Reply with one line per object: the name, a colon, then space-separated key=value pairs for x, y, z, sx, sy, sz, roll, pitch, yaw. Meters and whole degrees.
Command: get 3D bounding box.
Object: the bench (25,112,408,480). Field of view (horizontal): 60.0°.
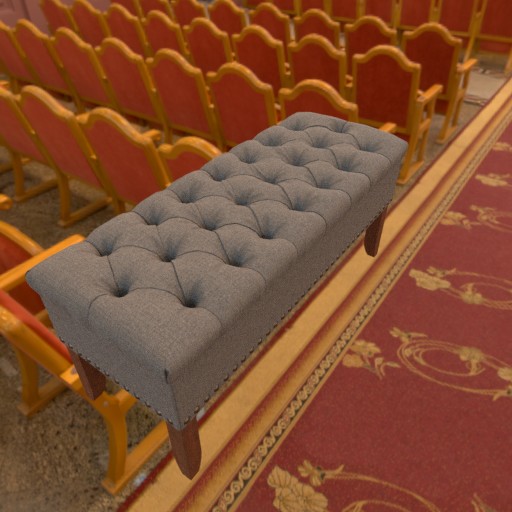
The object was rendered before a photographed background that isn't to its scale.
bench: x=0.000 y=0.000 z=1.260 sx=0.417 sy=0.470 sz=1.052 roll=25 pitch=45 yaw=27
